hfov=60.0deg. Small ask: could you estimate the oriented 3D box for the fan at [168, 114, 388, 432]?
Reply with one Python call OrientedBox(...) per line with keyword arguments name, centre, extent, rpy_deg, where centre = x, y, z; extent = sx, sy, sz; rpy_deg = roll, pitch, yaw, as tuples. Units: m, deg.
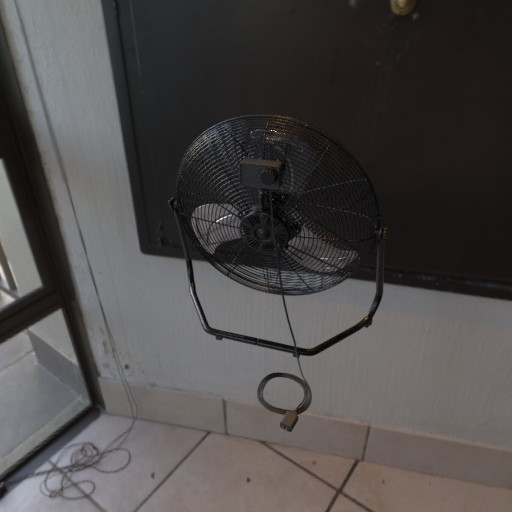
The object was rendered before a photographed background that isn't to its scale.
OrientedBox(name="fan", centre=(0.000, 0.000, 0.946), extent=(0.555, 0.546, 0.424), rpy_deg=(10, 34, 15))
